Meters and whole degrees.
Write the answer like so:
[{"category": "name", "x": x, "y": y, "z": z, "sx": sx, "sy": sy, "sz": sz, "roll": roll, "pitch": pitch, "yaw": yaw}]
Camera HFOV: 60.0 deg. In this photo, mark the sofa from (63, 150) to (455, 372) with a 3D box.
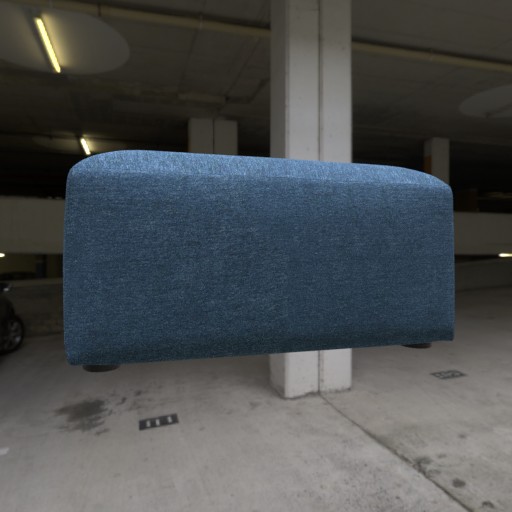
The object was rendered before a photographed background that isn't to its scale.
[{"category": "sofa", "x": 0.000, "y": 0.000, "z": 1.218, "sx": 0.930, "sy": 0.470, "sz": 0.480, "roll": 0, "pitch": 1, "yaw": -16}]
